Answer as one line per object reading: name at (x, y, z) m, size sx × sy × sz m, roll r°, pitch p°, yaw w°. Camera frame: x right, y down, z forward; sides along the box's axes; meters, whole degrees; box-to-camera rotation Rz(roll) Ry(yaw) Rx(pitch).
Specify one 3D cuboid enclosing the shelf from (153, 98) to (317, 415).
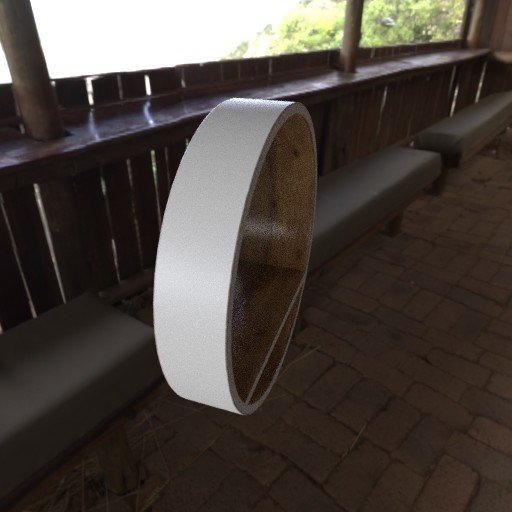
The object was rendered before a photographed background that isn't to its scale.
shelf at (0.000, 0.000, 1.213) m, size 0.158 × 0.807 × 0.806 m, roll 10°, pitch 32°, yaw 16°
